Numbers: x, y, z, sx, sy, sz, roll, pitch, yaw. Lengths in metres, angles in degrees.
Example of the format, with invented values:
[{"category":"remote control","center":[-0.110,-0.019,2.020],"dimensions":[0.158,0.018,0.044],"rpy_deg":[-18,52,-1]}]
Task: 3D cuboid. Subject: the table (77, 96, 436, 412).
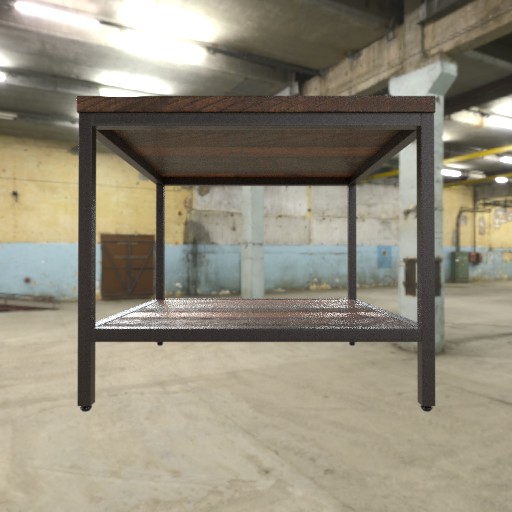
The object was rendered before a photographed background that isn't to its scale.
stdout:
[{"category":"table","center":[0.000,0.000,0.948],"dimensions":[0.548,0.482,0.553],"rpy_deg":[0,-1,0]}]
